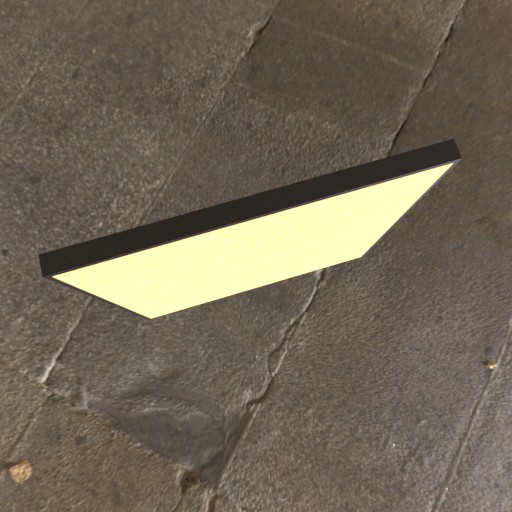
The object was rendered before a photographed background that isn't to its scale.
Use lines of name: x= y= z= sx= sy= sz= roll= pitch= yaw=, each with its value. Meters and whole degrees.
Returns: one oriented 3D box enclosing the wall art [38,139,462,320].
wall art: x=0.000 y=0.000 z=1.155 sx=0.769 sy=0.766 sz=0.042 roll=-16 pitch=77 yaw=-4
